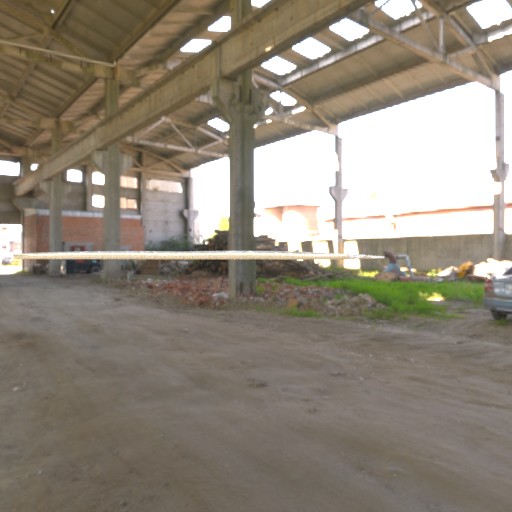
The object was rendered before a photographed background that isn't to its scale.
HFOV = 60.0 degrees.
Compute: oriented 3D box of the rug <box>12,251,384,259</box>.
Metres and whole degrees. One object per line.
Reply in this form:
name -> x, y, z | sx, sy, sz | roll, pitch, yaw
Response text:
rug -> 0.000, 0.000, 2.944 | 1.537, 0.036, 2.447 | 0, 0, 19
